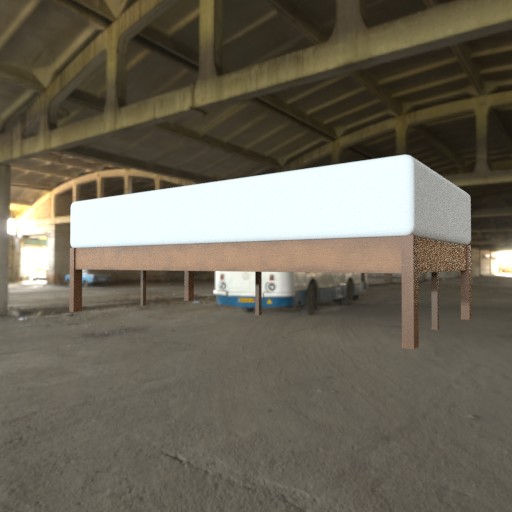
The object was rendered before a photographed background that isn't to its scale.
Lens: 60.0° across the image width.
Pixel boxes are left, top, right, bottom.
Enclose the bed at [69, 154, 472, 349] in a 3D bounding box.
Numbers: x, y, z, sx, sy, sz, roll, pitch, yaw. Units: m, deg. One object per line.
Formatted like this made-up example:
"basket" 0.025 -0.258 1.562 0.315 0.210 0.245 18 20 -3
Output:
"bed" 0.000 0.000 2.327 1.902 0.616 0.961 -1 -1 36
